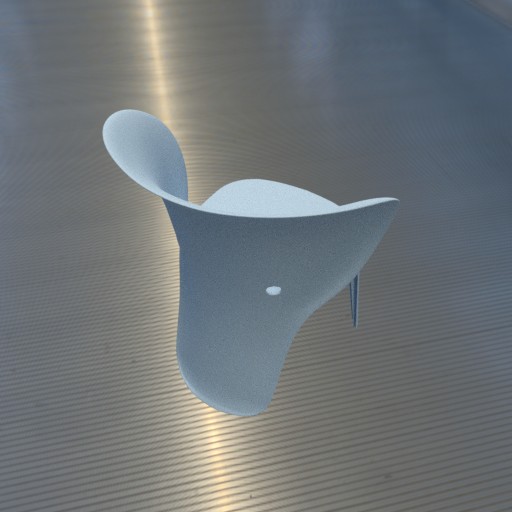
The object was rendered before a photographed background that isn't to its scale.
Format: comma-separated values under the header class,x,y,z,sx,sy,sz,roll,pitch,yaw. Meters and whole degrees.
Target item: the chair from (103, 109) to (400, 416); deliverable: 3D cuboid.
class,x,y,z,sx,sy,sz,roll,pitch,yaw
chair,0.000,0.000,0.841,0.451,0.554,0.402,24,50,22
